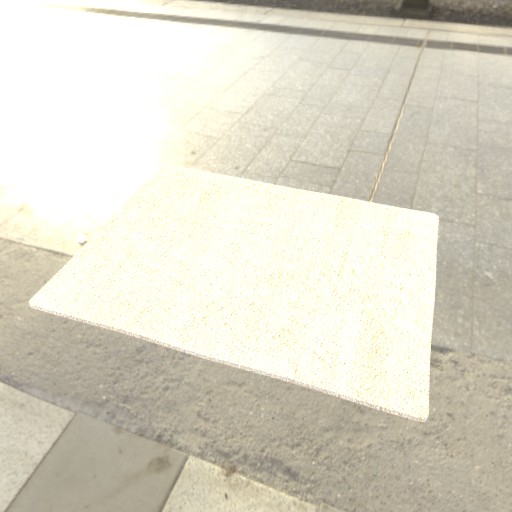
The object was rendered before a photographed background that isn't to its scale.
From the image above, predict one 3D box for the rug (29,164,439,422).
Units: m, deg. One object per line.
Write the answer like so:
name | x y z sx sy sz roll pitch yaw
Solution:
rug | 0.000 0.000 2.072 1.600 0.027 1.200 13 43 14
